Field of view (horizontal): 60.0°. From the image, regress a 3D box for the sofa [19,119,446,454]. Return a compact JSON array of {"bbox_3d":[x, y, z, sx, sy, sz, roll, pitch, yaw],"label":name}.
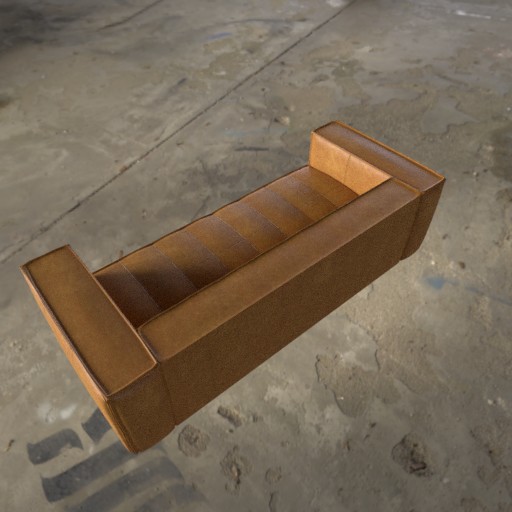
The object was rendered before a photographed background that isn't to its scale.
[{"bbox_3d":[0.000,0.000,2.968,2.581,0.701,1.102,-31,53,-26],"label":"sofa"}]
